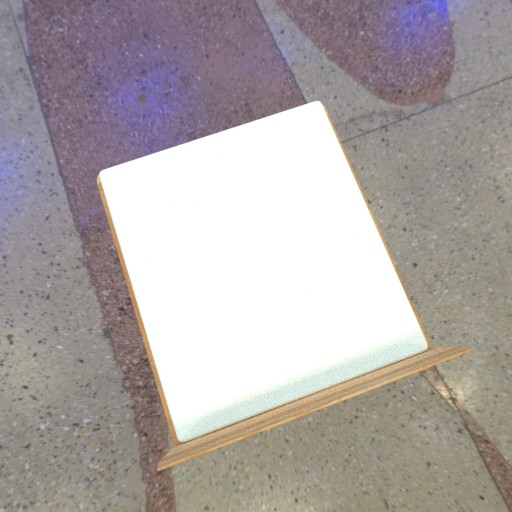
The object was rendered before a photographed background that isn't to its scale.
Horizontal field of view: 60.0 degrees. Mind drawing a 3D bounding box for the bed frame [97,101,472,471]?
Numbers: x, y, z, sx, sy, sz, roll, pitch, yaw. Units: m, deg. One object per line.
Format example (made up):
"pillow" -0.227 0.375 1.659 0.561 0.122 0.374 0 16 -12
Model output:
"bed frame" 0.000 0.000 3.135 1.872 0.940 2.092 -19 77 -4
